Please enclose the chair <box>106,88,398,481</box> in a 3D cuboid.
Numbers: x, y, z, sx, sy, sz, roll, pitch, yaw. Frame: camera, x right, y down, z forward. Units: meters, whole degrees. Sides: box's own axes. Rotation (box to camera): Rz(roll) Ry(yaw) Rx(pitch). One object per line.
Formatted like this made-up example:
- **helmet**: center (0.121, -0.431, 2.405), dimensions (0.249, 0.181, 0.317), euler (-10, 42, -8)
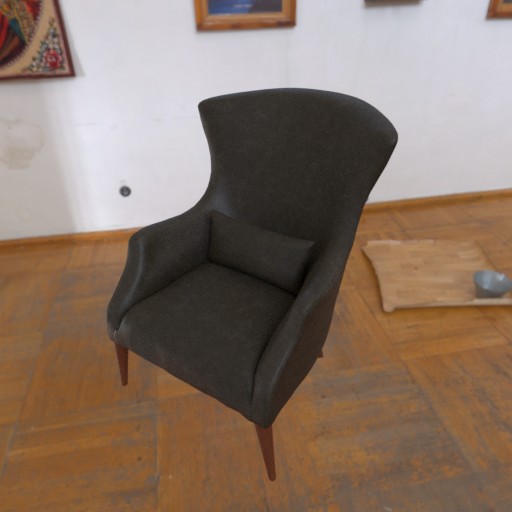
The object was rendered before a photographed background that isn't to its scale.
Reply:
- **chair**: center (0.000, 0.000, 1.710), dimensions (0.819, 1.068, 0.954), euler (20, 37, 28)
